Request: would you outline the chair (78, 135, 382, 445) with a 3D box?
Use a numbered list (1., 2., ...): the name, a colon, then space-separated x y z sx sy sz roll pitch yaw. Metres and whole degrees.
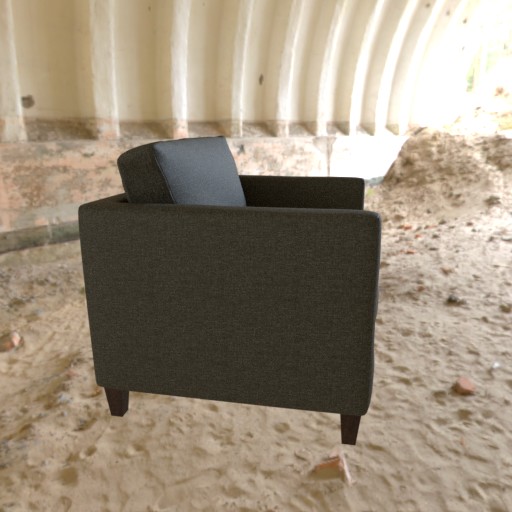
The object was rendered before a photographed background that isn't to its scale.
1. chair: 0.000 0.000 1.852 0.959 0.963 1.107 3 16 10
